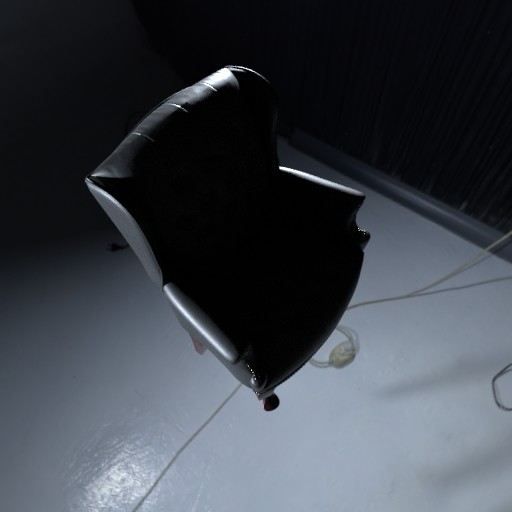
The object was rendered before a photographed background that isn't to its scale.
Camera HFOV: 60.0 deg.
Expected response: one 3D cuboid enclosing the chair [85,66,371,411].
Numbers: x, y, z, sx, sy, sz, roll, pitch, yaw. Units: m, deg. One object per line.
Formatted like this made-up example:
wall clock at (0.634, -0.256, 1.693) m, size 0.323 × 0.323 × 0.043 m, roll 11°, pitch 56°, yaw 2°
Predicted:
chair at (0.000, 0.000, 1.704) m, size 0.762 × 1.111 × 0.838 m, roll 32°, pitch 63°, yaw 19°
